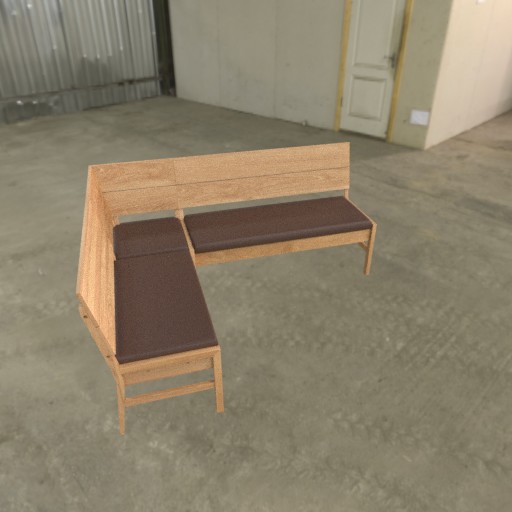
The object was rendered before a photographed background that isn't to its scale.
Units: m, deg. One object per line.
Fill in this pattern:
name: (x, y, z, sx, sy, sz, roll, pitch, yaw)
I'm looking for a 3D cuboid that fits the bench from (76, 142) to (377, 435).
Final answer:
bench: (0.000, 0.000, 2.865, 1.975, 0.890, 1.549, -9, 32, -14)
